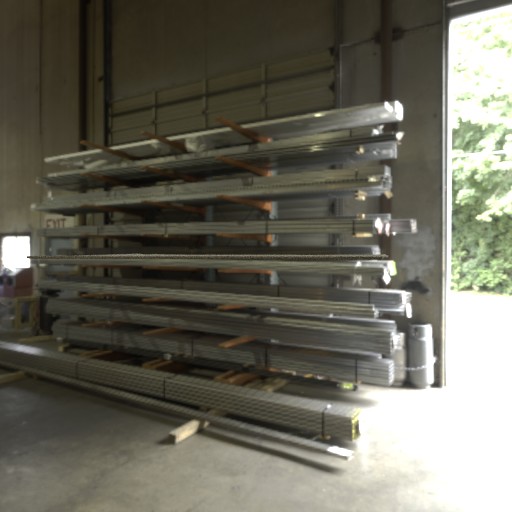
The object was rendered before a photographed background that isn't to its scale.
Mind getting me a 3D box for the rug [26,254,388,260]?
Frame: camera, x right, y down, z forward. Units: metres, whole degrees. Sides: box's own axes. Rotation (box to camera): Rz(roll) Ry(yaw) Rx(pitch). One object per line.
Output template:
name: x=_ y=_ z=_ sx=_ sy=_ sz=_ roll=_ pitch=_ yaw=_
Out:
rug: x=0.000 y=0.000 z=4.861 sx=2.757 sy=0.051 sz=3.626 roll=0 pitch=0 yaw=17
